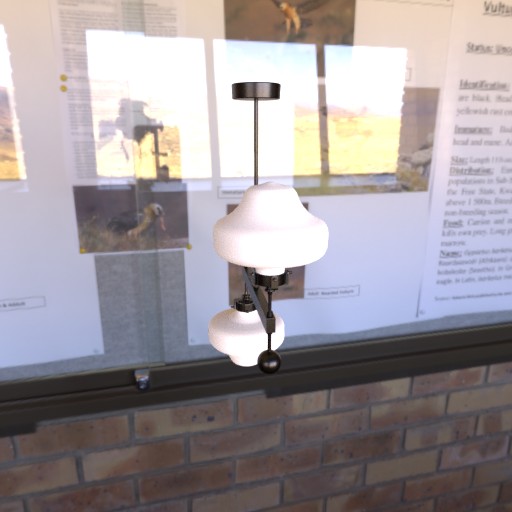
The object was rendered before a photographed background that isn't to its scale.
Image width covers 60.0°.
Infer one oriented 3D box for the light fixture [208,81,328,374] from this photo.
[{"bbox_3d":[0.000,0.000,1.023,0.489,0.743,0.422,15,22,42],"label":"light fixture"}]
